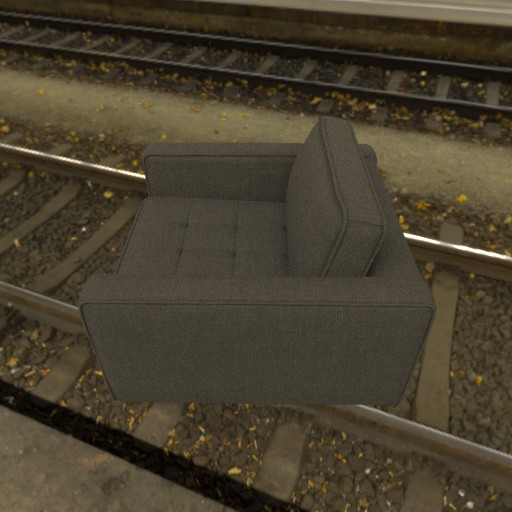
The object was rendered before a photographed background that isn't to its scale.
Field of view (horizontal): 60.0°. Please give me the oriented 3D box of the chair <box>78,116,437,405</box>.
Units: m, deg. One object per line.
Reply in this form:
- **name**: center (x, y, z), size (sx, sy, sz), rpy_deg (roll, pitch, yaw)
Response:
- **chair**: center (0.000, 0.000, 1.551), size (0.919, 0.770, 0.899), rpy_deg (1, 40, 1)
